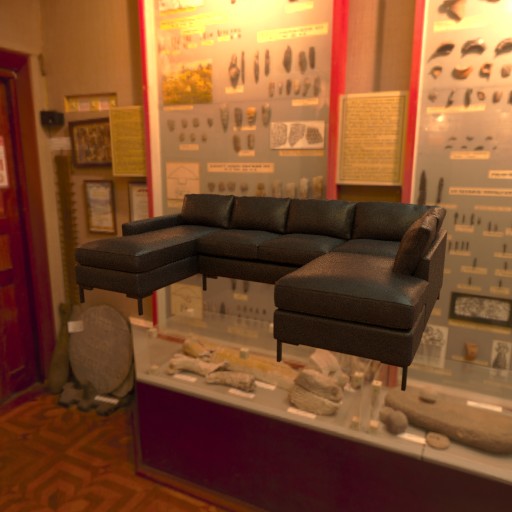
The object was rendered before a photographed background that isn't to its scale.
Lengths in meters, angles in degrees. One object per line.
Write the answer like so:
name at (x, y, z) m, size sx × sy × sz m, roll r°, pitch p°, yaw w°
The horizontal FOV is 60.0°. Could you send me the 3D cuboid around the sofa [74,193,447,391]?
sofa at (0.000, 0.000, 3.885) m, size 2.956 × 0.900 × 1.939 m, roll 7°, pitch 14°, yaw 27°
